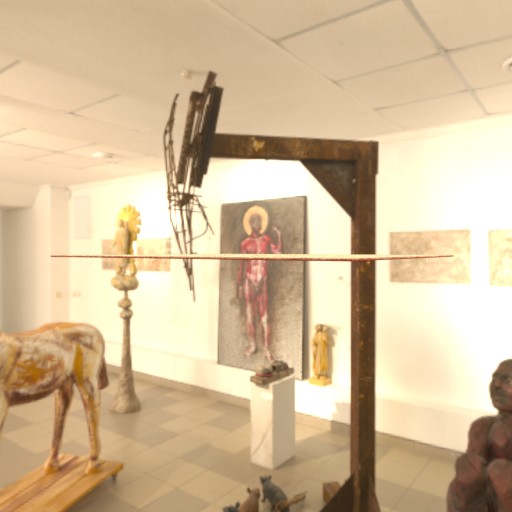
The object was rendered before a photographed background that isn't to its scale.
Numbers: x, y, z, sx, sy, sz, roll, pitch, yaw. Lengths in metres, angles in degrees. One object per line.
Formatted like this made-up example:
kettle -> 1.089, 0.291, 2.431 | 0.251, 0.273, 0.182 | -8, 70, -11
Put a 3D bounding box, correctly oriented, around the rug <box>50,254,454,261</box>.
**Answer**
rug -> 0.000, 0.000, 4.278 | 3.050, 0.016, 2.441 | 0, 1, 36
